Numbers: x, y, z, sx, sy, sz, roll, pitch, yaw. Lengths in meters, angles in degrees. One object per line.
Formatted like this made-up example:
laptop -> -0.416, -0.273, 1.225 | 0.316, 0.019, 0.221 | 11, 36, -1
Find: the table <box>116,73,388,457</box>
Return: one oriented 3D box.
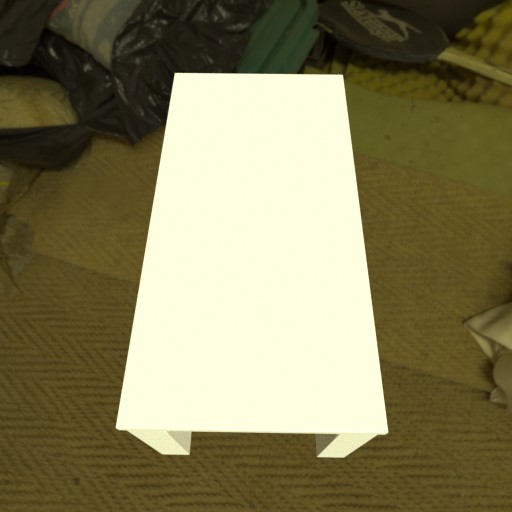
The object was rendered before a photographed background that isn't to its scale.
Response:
table -> 0.000, 0.000, 2.258 | 0.900, 0.790, 1.800 | 1, 60, 0
